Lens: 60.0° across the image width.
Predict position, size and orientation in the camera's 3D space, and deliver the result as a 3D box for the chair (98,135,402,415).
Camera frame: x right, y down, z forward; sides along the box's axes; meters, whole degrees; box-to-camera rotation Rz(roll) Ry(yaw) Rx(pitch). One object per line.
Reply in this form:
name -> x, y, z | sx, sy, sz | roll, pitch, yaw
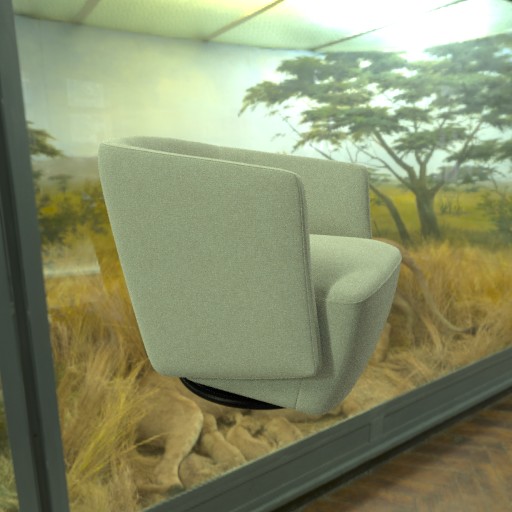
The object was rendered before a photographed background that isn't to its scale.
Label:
chair -> 0.000, 0.000, 1.622 | 0.986, 0.861, 0.822 | 6, 15, 25
